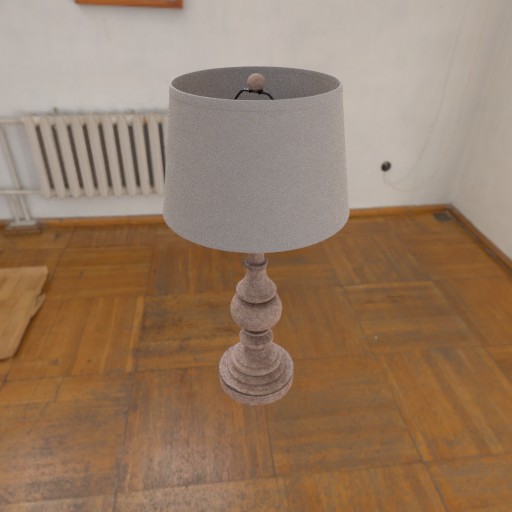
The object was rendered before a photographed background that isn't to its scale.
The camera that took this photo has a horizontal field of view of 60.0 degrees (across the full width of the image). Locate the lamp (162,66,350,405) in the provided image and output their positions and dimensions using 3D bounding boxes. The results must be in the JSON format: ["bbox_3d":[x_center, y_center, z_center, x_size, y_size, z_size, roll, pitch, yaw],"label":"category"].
[{"bbox_3d":[0.000,0.000,0.878,0.340,0.678,0.340,0,32,0],"label":"lamp"}]
